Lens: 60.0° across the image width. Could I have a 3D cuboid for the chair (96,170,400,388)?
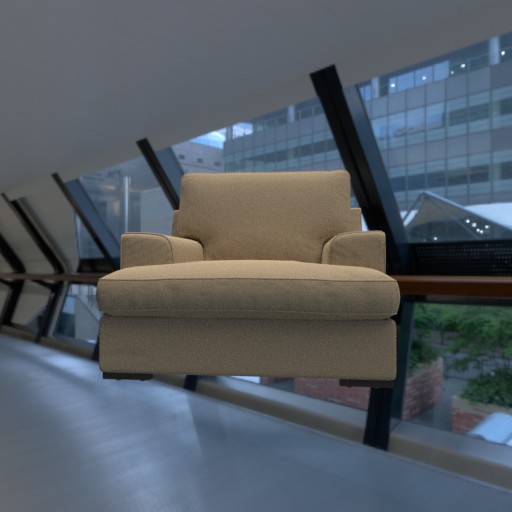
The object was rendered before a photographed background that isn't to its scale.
[{"bbox_3d":[0.000,0.000,2.233,1.293,1.005,1.274,0,-1,-1],"label":"chair"}]
